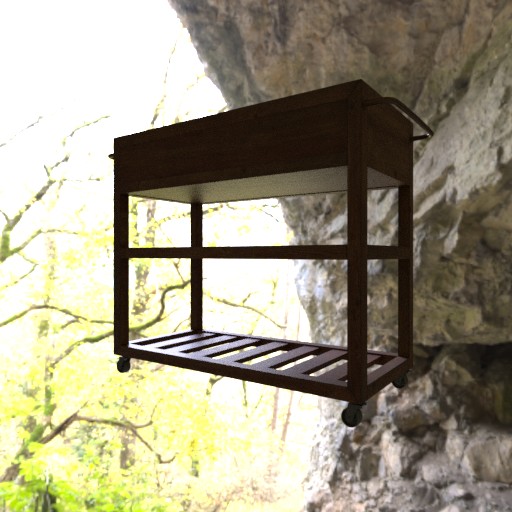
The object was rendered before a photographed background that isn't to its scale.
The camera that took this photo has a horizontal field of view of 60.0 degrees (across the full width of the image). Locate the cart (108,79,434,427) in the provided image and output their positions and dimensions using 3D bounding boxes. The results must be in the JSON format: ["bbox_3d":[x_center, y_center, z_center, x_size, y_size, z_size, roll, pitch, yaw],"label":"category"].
[{"bbox_3d":[0.000,0.000,1.480,1.065,0.830,0.445,0,0,35],"label":"cart"}]
